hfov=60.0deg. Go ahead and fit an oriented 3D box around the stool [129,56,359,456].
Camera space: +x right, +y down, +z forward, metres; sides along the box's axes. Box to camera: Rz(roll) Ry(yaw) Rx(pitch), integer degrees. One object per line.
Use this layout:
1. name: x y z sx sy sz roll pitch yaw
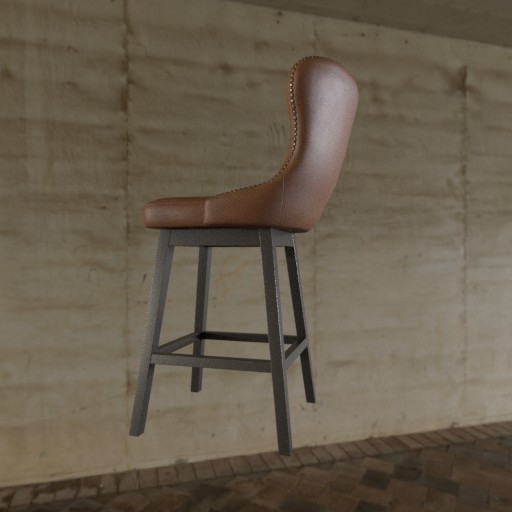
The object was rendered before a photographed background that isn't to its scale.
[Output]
1. stool: 0.000 0.000 1.319 0.593 0.971 0.528 0 0 16
